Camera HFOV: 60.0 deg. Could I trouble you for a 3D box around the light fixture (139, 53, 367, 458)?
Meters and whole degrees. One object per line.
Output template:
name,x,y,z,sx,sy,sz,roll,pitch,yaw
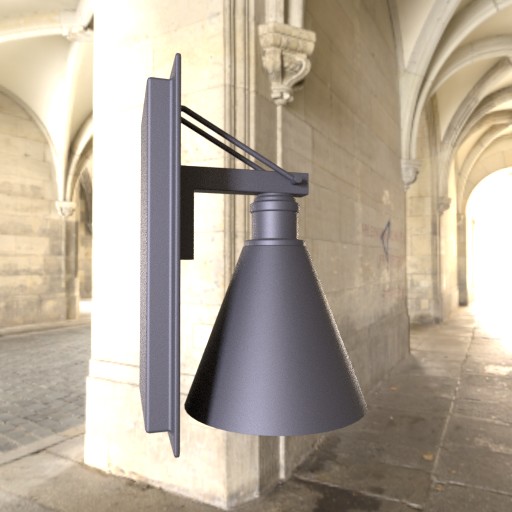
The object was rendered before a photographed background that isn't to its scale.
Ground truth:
light fixture,0.000,0.000,0.418,0.207,0.298,0.170,0,-1,-17
